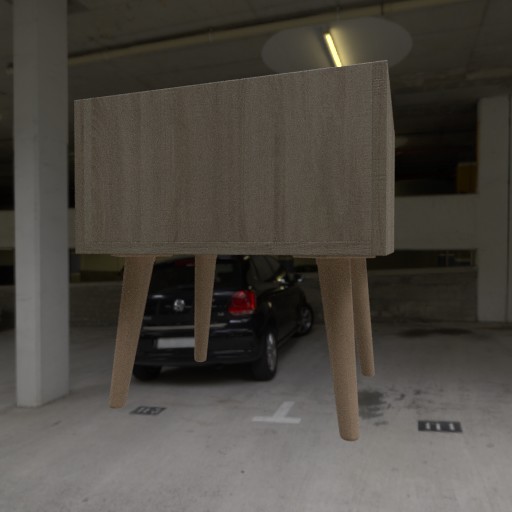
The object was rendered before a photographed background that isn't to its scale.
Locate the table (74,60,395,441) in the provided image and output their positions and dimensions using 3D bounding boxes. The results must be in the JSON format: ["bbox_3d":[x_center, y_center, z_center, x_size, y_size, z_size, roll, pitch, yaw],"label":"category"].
[{"bbox_3d":[0.000,0.000,0.772,0.450,0.470,0.370,0,1,19],"label":"table"}]
